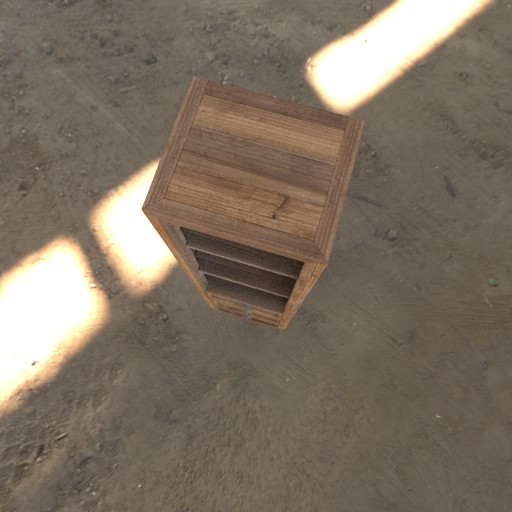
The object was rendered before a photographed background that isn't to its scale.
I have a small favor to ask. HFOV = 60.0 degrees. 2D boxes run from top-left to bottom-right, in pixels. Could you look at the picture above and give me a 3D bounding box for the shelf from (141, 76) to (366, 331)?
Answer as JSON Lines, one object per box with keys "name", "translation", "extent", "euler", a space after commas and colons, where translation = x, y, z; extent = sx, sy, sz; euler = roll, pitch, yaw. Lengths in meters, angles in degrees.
{"name": "shelf", "translation": [0.000, 0.000, 2.097], "extent": [0.500, 1.900, 0.428], "euler": [16, 76, 4]}
